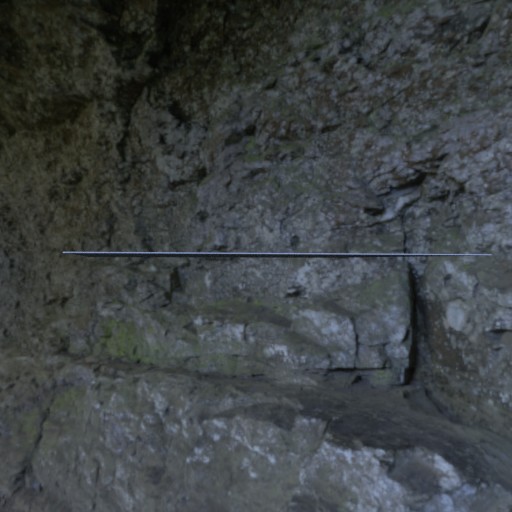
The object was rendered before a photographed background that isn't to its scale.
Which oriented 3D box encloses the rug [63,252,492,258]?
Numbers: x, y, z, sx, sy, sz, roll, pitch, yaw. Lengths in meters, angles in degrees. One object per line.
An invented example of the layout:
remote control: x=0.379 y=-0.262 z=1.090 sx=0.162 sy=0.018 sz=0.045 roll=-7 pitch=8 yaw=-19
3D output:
rug: x=0.000 y=0.000 z=4.096 sx=3.045 sy=0.008 sz=2.421 roll=0 pitch=-1 yaw=-18
